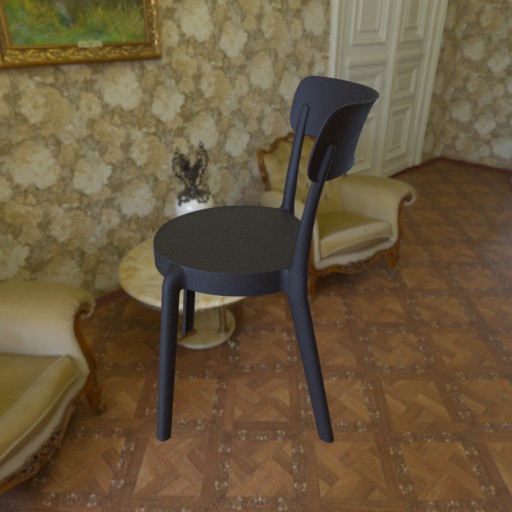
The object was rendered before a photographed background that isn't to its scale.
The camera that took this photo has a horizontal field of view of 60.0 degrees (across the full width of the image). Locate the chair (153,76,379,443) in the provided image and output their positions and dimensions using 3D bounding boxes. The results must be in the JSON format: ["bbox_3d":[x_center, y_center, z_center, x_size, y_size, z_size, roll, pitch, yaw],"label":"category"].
[{"bbox_3d":[0.000,0.000,1.100,0.491,0.790,0.506,0,27,0],"label":"chair"}]
